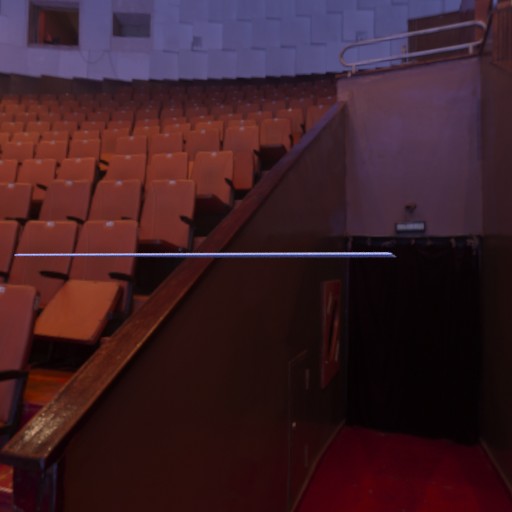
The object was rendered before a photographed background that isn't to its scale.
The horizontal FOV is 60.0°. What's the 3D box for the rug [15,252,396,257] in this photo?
[{"bbox_3d":[0.000,0.000,3.952,2.363,0.012,2.980,0,0,18],"label":"rug"}]
